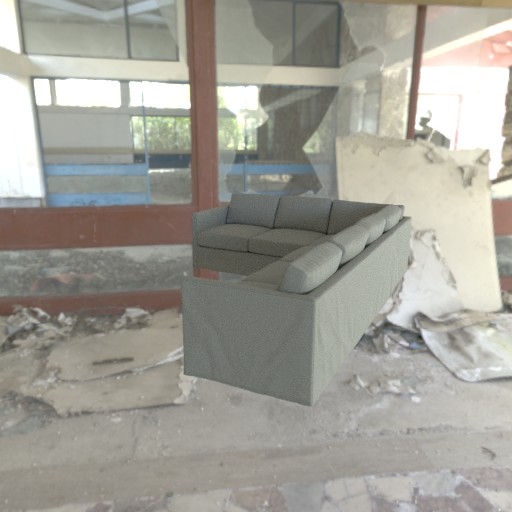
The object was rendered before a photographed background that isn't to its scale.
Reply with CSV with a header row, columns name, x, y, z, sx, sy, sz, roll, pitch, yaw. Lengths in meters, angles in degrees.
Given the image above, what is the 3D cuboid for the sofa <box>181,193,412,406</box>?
name,x,y,z,sx,sy,sz,roll,pitch,yaw
sofa,0.000,0.000,4.384,2.432,0.871,3.182,8,16,27
